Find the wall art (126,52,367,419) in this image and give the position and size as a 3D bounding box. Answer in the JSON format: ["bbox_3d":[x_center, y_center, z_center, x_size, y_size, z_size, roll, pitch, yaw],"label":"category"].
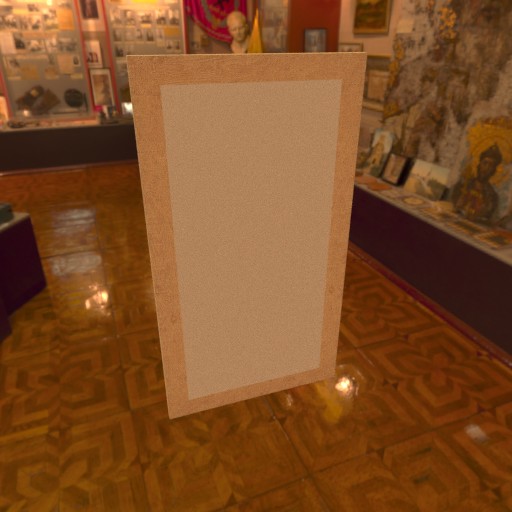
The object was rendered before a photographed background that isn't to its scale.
[{"bbox_3d":[0.000,0.000,0.823,0.381,0.683,0.013,-9,28,-17],"label":"wall art"}]
